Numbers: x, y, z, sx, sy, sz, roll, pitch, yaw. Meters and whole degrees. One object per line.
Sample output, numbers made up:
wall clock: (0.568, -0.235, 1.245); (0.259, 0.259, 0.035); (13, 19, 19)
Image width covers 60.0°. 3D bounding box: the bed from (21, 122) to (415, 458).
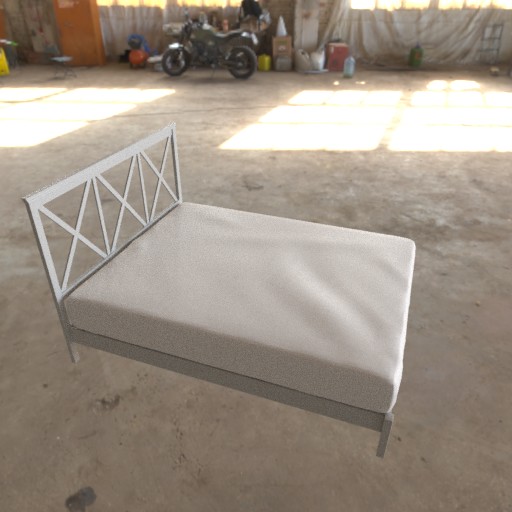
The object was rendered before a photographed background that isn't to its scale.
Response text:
bed: (0.000, 0.000, 3.115); (2.135, 1.253, 1.673); (11, 33, 17)
